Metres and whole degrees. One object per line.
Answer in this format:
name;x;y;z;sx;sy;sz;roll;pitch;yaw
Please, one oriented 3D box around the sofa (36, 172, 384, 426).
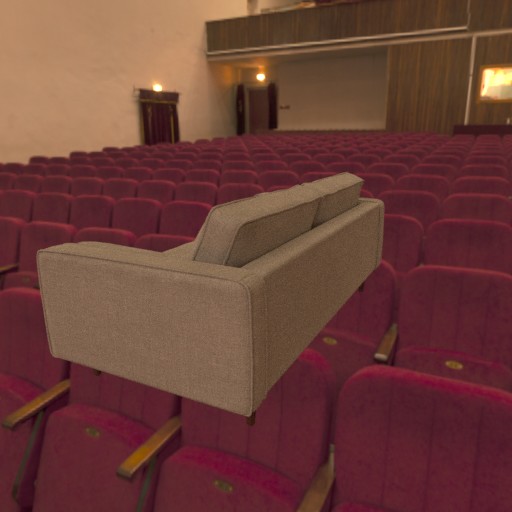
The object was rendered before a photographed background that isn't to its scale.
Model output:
sofa;0.000;0.000;2.273;0.914;0.762;1.879;8;17;26
